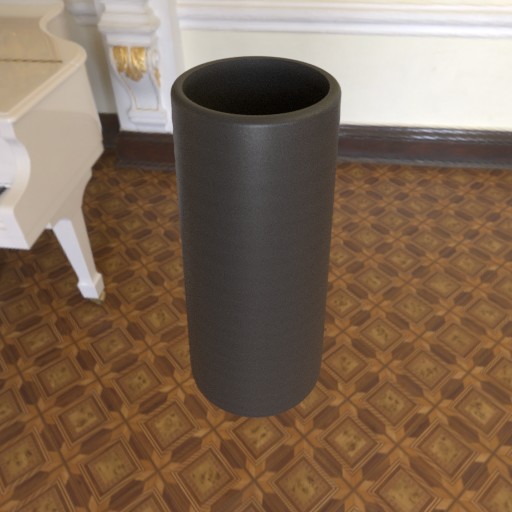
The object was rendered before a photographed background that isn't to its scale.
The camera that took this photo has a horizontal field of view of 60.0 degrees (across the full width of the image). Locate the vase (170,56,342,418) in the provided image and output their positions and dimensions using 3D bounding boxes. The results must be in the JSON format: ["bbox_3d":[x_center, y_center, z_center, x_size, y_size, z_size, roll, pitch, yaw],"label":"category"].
[{"bbox_3d":[0.000,0.000,0.371,0.136,0.289,0.136,12,44,13],"label":"vase"}]
